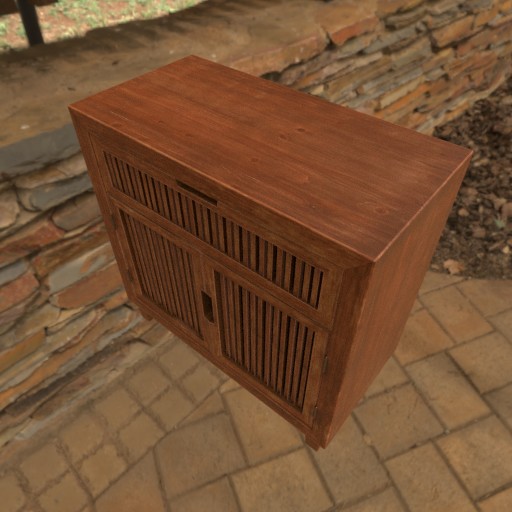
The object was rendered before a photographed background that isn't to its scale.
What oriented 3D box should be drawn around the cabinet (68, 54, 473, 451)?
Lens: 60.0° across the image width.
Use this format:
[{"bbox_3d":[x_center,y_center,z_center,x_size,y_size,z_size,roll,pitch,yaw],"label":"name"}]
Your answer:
[{"bbox_3d":[0.000,0.000,1.227,0.796,0.785,0.412,30,52,27],"label":"cabinet"}]
